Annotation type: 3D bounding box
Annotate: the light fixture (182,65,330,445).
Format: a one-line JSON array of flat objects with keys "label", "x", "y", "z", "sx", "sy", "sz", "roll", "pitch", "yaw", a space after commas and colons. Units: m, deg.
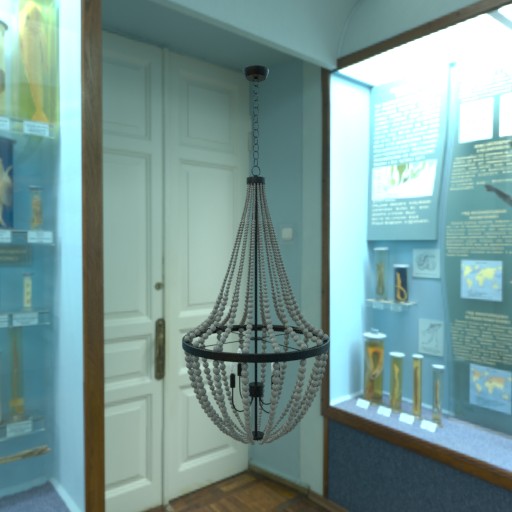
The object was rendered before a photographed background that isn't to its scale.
[{"label": "light fixture", "x": 0.000, "y": 0.000, "z": 1.363, "sx": 0.450, "sy": 1.133, "sz": 0.450, "roll": 0, "pitch": 1, "yaw": 0}]
